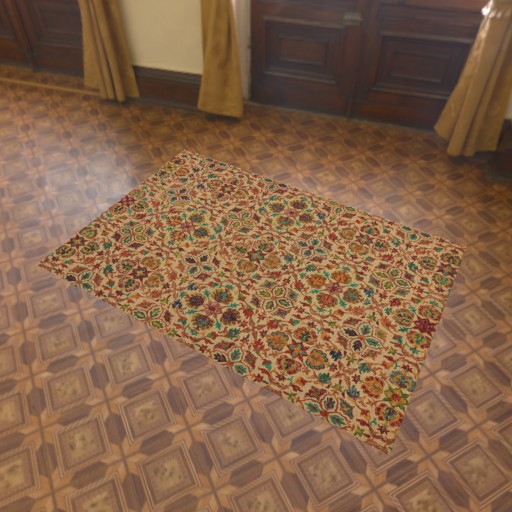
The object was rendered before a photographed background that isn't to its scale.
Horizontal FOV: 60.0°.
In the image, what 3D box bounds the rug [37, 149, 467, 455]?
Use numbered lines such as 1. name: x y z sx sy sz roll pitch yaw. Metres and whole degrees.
1. rug: 0.000 0.000 2.844 2.297 0.018 1.541 23 50 21
